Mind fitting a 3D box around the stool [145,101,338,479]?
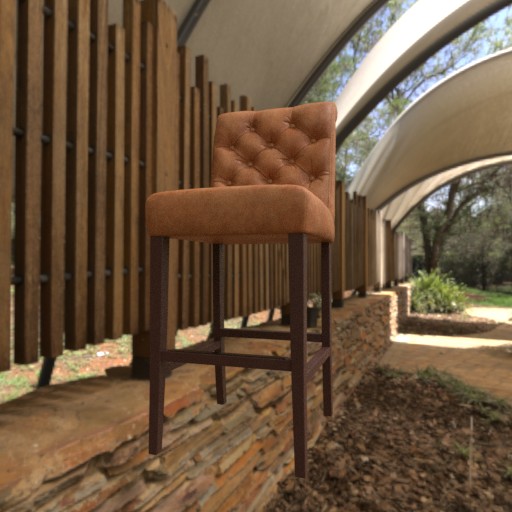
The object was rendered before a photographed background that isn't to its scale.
[{"bbox_3d":[0.000,0.000,1.466,0.493,1.140,0.601,0,-1,19],"label":"stool"}]
